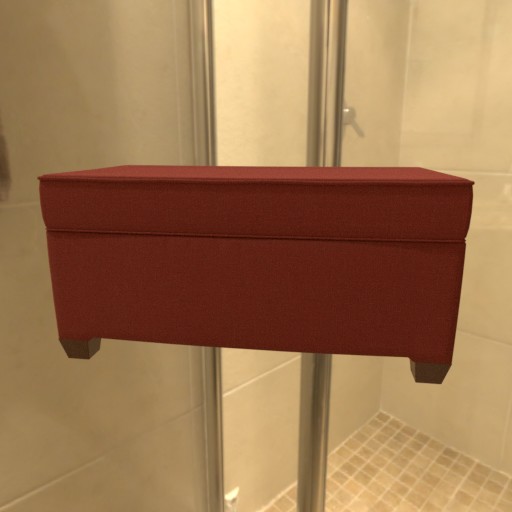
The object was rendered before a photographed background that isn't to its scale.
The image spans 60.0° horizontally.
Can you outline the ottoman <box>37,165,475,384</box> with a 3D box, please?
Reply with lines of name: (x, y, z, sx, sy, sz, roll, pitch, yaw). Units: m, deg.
ottoman: (0.000, 0.000, 1.194, 0.948, 0.454, 0.497, 2, 14, 8)
